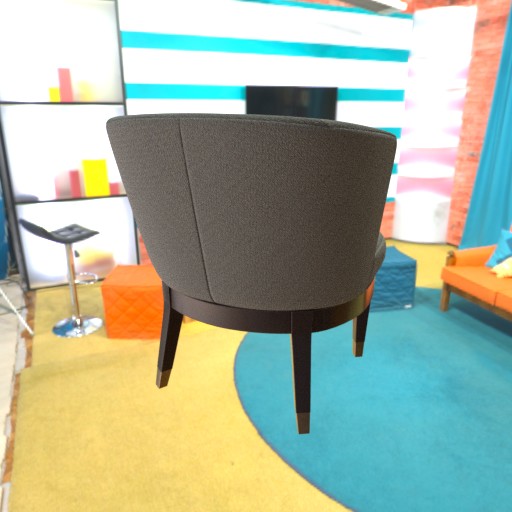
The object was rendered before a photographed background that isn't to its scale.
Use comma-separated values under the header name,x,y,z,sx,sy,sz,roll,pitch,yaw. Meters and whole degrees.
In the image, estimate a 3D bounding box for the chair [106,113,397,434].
name,x,y,z,sx,sy,sz,roll,pitch,yaw
chair,0.000,0.000,1.240,0.700,0.760,0.660,9,20,25
